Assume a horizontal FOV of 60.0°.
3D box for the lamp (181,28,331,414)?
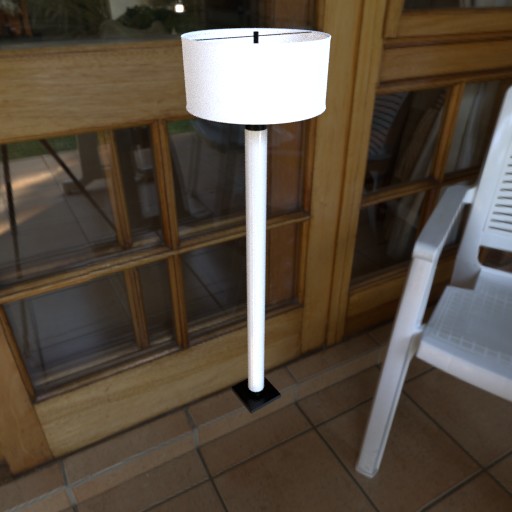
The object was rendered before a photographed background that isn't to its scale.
[{"bbox_3d":[0.000,0.000,1.627,0.420,1.475,0.420,-20,37,-29],"label":"lamp"}]
